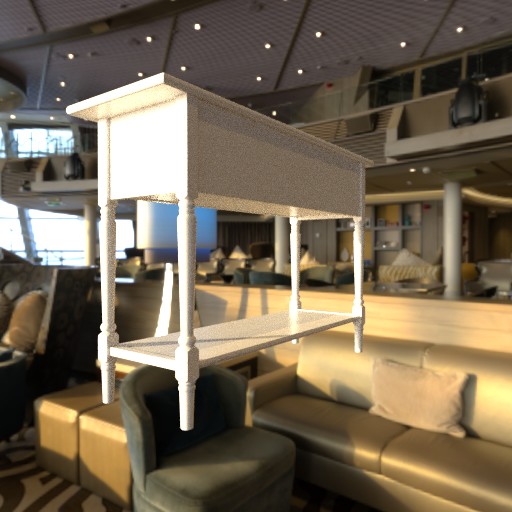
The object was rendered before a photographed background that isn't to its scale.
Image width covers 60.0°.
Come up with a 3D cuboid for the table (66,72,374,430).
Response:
[{"bbox_3d":[0.000,0.000,1.555,0.386,0.814,1.191,0,1,37],"label":"table"}]
